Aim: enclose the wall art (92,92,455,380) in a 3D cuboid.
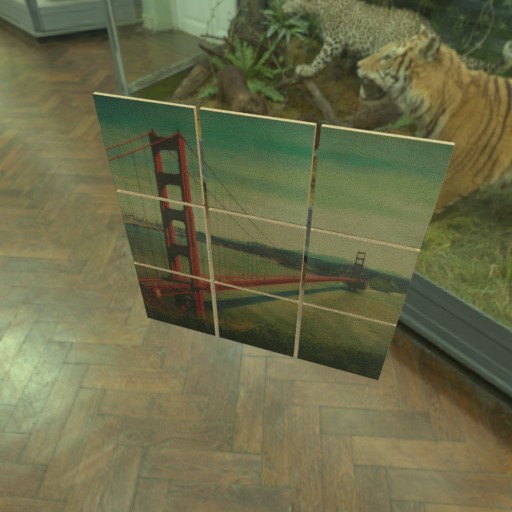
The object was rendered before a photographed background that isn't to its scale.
[{"bbox_3d":[0.000,0.000,1.830,1.217,1.207,0.016,12,43,14],"label":"wall art"}]
